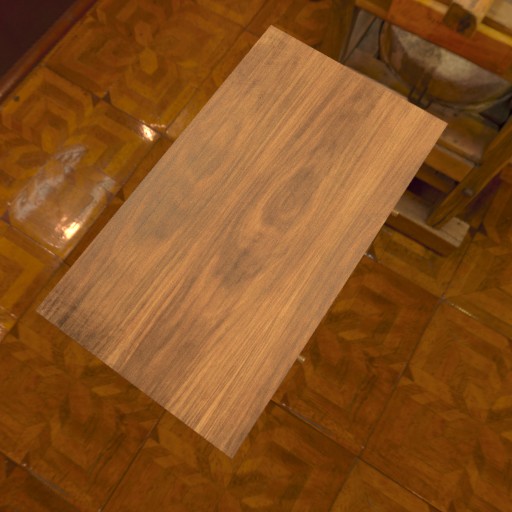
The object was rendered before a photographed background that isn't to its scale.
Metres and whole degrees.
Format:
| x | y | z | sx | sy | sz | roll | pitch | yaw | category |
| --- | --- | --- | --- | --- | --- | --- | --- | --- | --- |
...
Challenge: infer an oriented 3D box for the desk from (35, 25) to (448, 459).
| x | y | z | sx | sy | sz | roll | pitch | yaw | category |
| --- | --- | --- | --- | --- | --- | --- | --- | --- | --- |
| 0.000 | 0.000 | 1.423 | 0.588 | 0.758 | 0.949 | 33 | 77 | 9 | desk |
